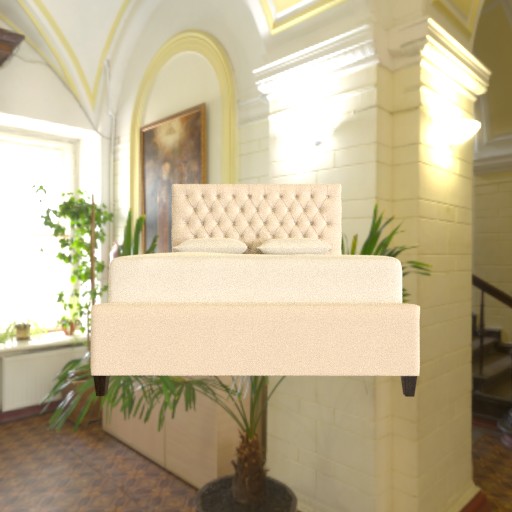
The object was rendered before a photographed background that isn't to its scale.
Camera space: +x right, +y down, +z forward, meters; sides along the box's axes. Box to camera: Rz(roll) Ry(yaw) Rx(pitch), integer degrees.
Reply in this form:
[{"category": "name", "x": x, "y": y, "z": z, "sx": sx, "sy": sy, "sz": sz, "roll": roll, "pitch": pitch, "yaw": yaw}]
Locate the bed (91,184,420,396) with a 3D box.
[{"category": "bed", "x": 0.000, "y": 0.000, "z": 3.340, "sx": 1.696, "sy": 1.426, "sz": 2.233, "roll": 0, "pitch": 0, "yaw": 0}]
